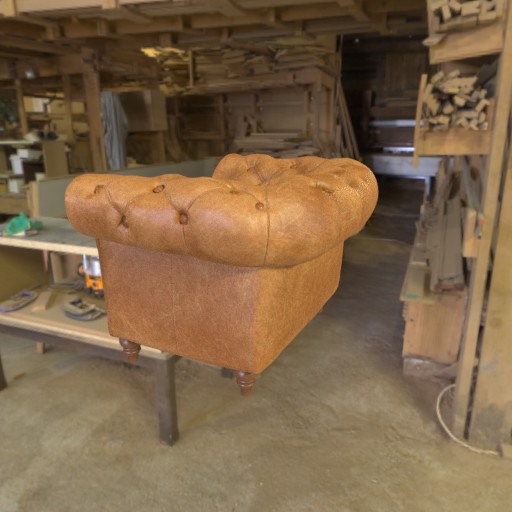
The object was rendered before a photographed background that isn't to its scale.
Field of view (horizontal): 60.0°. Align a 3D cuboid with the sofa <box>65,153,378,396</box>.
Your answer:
[{"bbox_3d":[0.000,0.000,2.112,1.033,0.878,1.405,8,18,25],"label":"sofa"}]
